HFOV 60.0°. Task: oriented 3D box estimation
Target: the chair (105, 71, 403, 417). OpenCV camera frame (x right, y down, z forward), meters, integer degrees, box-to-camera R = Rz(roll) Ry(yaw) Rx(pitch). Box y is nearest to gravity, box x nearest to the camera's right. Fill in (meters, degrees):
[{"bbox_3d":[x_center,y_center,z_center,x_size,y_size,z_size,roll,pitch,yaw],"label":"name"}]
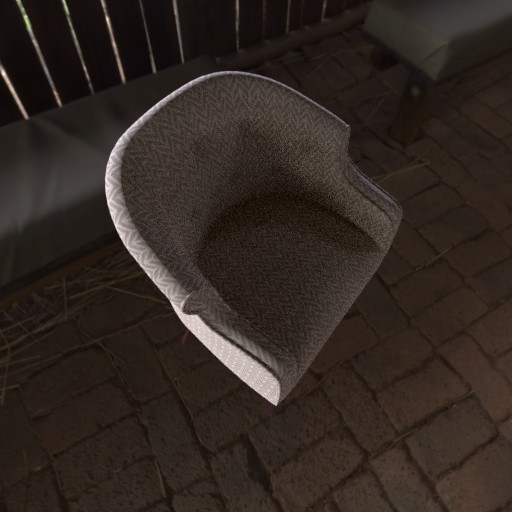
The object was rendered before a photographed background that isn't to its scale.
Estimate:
[{"bbox_3d":[0.000,0.000,1.317,0.613,0.858,0.686,32,63,19],"label":"chair"}]
